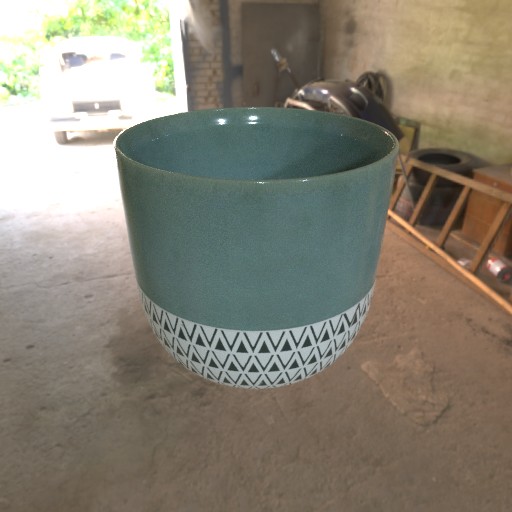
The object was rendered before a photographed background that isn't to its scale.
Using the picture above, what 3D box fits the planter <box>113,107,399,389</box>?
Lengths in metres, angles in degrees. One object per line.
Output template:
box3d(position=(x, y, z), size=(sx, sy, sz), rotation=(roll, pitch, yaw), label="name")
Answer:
box3d(position=(0.000, 0.000, 0.493), size=(0.266, 0.270, 0.266), rotation=(0, 29, 0), label="planter")
